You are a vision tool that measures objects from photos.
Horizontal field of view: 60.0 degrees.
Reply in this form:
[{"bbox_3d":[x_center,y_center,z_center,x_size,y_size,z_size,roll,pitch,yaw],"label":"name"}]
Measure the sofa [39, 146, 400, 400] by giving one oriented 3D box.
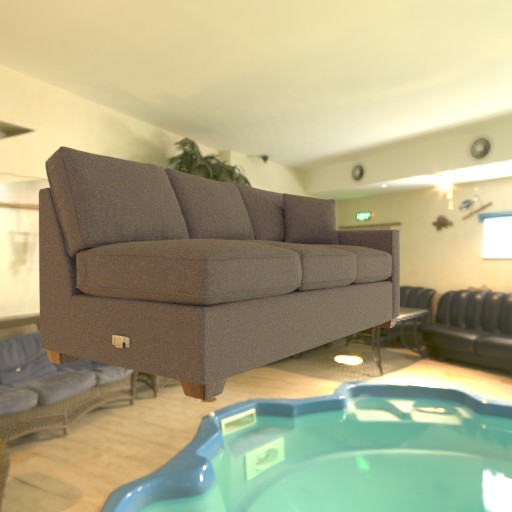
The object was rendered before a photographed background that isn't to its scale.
[{"bbox_3d":[0.000,0.000,2.463,1.034,0.946,1.963,0,0,36],"label":"sofa"}]
